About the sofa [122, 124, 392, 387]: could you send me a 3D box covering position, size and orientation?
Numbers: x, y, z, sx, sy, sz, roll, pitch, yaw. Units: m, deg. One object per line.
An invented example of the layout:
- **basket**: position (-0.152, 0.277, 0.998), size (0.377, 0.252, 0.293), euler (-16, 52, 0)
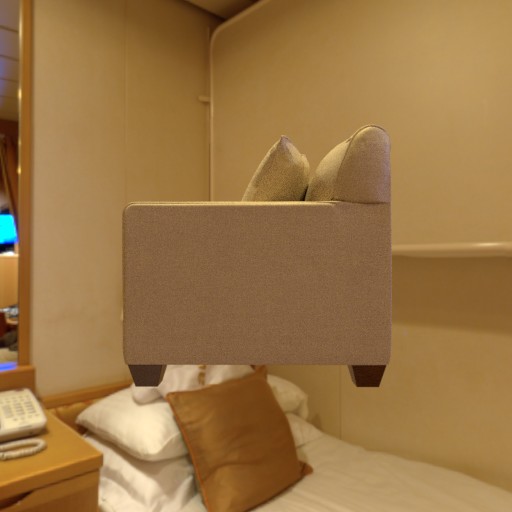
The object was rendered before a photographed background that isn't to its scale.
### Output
- **sofa**: position (0.000, 0.000, 2.545), size (0.997, 0.958, 2.024), euler (0, -1, 0)
